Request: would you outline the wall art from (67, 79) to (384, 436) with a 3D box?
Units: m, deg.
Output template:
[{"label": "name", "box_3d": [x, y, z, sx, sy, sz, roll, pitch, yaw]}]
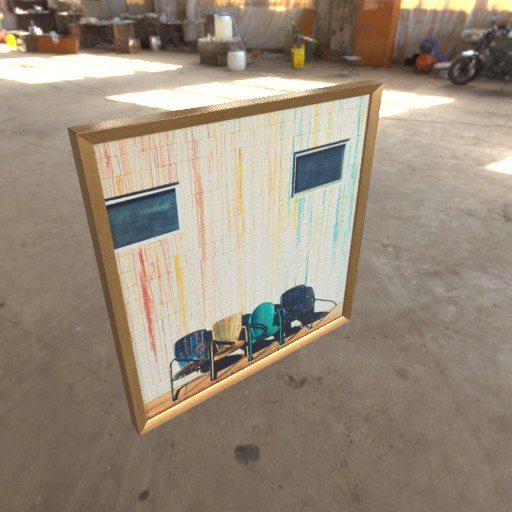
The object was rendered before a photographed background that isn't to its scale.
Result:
[{"label": "wall art", "box_3d": [0.000, 0.000, 0.447, 0.302, 0.302, 0.019, -21, 37, -31]}]
